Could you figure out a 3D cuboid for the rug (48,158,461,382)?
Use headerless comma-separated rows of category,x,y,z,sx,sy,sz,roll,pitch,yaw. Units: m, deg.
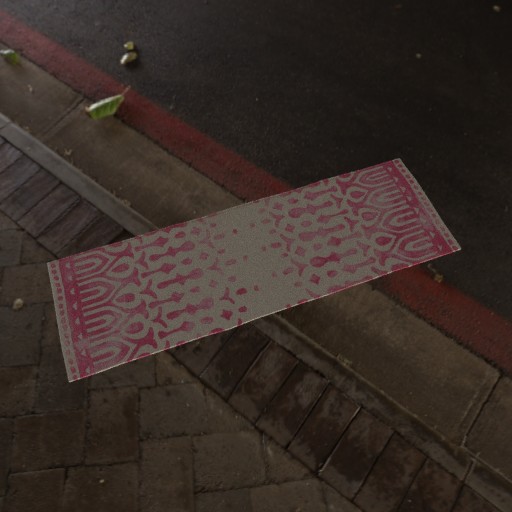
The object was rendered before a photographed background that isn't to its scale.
rug,0.000,0.000,2.758,2.458,0.011,0.787,-18,64,-9
